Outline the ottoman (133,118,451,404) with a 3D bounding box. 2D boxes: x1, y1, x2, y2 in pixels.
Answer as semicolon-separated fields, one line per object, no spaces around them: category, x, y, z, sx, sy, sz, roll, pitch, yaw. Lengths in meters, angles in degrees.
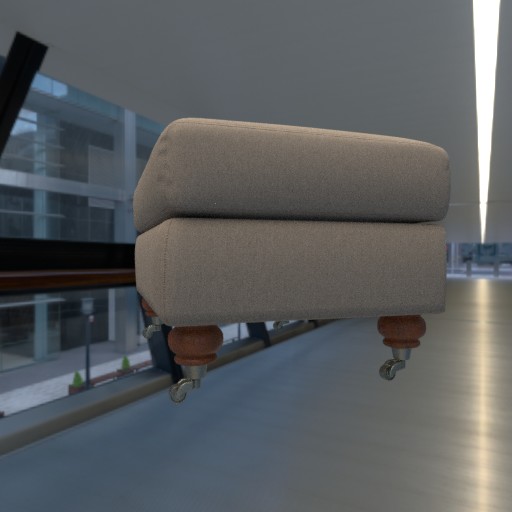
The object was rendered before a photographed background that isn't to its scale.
ottoman;0.000;0.000;1.117;0.574;0.497;0.773;0;0;-19
